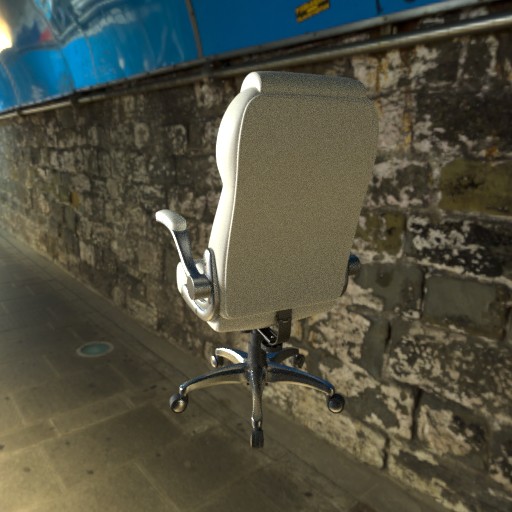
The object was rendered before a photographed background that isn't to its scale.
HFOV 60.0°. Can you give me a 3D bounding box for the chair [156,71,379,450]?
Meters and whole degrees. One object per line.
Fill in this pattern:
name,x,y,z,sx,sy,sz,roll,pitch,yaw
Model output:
chair,0.000,0.000,1.848,0.755,1.330,0.806,-7,15,-26
